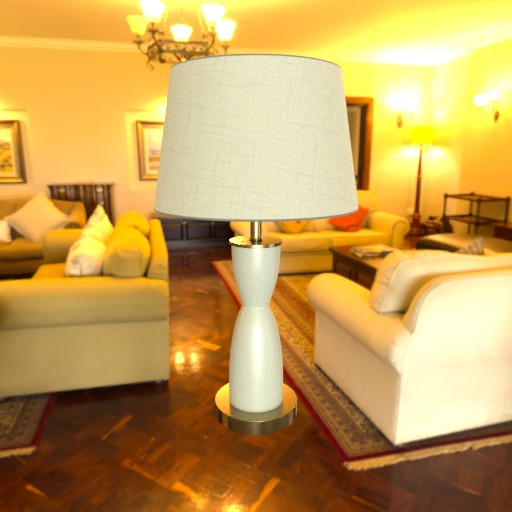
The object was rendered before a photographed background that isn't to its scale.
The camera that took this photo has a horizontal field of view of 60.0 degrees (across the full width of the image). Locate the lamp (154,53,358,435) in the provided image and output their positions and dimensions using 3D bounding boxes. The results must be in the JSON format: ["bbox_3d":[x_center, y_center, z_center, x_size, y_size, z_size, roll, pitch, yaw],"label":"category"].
[{"bbox_3d":[0.000,0.000,0.702,0.309,0.545,0.309,0,13,0],"label":"lamp"}]
